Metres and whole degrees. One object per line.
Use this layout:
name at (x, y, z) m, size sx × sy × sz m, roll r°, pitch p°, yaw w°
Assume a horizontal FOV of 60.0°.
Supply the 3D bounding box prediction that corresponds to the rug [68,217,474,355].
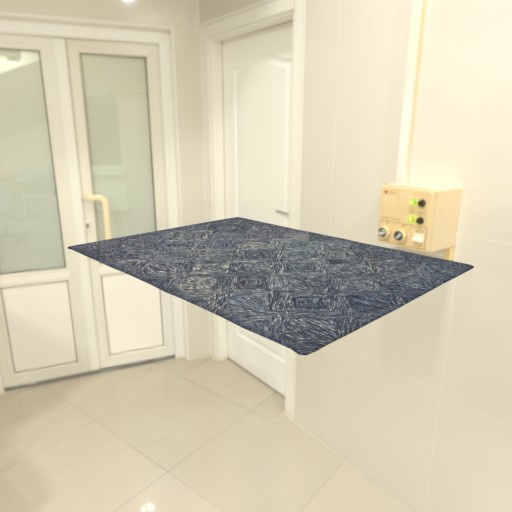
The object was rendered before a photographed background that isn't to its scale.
rug at (0.000, 0.000, 4.301) m, size 2.385 × 0.024 × 3.245 m, roll -15°, pitch 22°, yaw -42°
